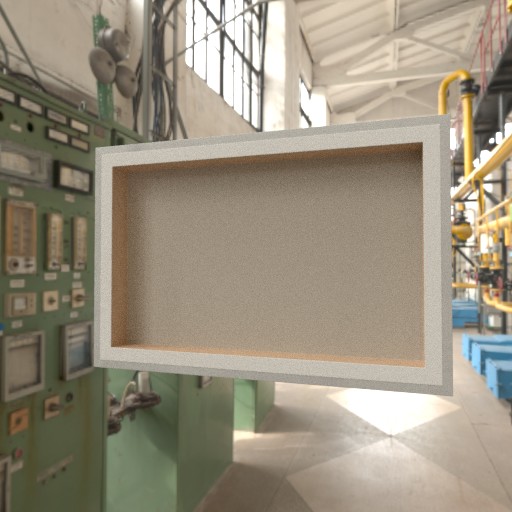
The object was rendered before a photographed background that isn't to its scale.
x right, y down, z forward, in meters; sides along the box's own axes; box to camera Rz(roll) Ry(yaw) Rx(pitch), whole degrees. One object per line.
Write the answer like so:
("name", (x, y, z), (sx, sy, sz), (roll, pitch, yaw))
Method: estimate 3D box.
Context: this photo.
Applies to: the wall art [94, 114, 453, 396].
("wall art", (0.000, 0.000, 0.474), (0.381, 0.254, 0.038), (0, -1, 18))
